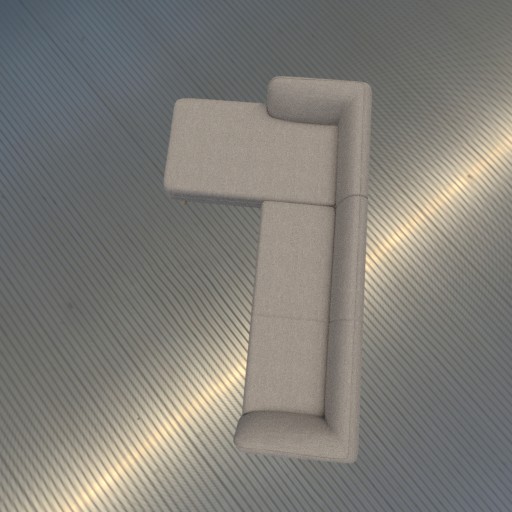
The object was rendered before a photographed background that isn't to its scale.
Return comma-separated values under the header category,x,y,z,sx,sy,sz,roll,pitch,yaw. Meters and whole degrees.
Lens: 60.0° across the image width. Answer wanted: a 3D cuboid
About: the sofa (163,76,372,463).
category,x,y,z,sx,sy,sz,roll,pitch,yaw
sofa,0.000,0.000,3.327,1.532,0.693,2.653,5,78,1
